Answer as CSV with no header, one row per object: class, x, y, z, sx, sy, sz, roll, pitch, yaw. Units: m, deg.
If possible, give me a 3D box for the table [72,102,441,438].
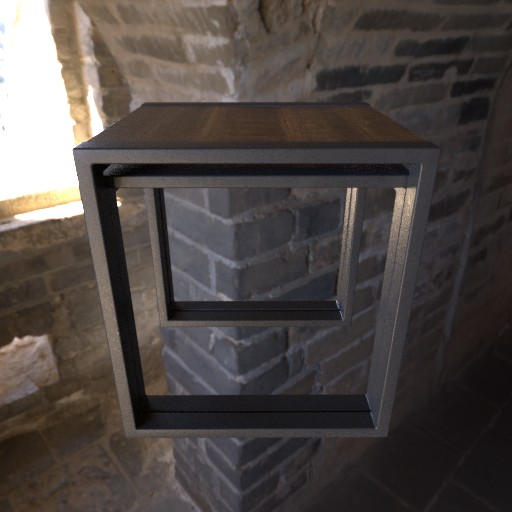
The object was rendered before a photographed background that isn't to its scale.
table,0.000,0.000,0.919,0.500,0.550,0.449,0,27,0
